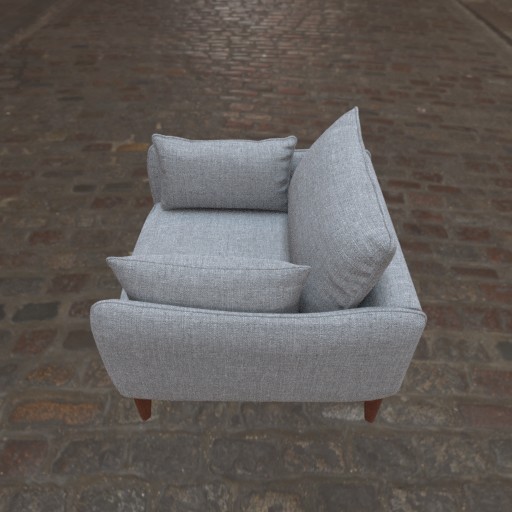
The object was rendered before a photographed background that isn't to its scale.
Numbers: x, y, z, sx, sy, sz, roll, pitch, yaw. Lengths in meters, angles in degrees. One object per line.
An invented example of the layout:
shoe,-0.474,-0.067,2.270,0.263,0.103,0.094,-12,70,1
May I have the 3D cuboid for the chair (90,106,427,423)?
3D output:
chair,0.000,0.000,1.678,0.976,0.839,0.993,0,43,0
